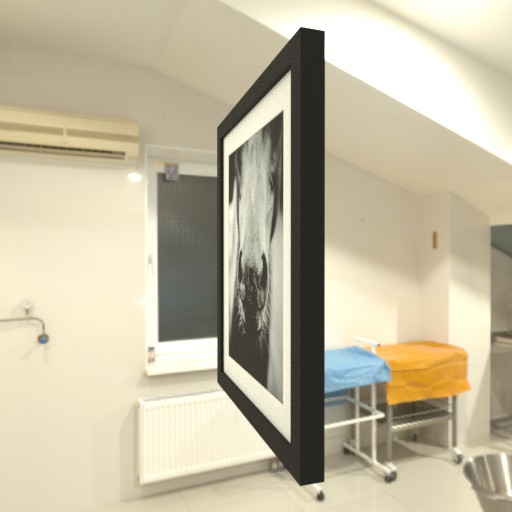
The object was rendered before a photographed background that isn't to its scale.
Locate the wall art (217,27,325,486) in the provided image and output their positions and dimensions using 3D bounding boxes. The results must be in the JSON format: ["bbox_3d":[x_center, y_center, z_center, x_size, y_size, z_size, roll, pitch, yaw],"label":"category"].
[{"bbox_3d":[0.000,0.000,0.550,0.024,0.404,0.329,0,0,-18],"label":"wall art"}]
